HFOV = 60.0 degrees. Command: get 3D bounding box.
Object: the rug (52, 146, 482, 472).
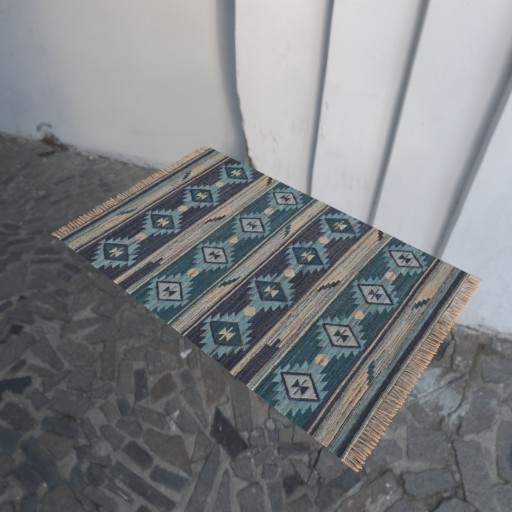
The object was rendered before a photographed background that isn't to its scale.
[{"bbox_3d":[0.000,0.000,2.299,1.936,0.028,1.181,31,53,27],"label":"rug"}]
